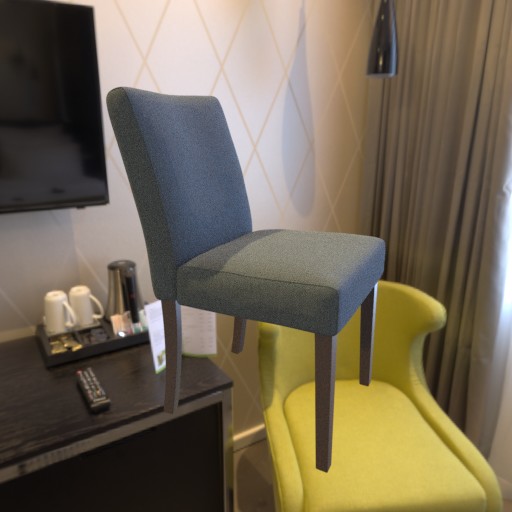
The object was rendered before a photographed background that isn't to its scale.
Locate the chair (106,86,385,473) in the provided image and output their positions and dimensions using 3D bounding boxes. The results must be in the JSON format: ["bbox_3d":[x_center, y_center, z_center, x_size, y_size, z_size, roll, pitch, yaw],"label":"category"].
[{"bbox_3d":[0.000,0.000,1.243,0.629,0.882,0.487,8,18,26],"label":"chair"}]
